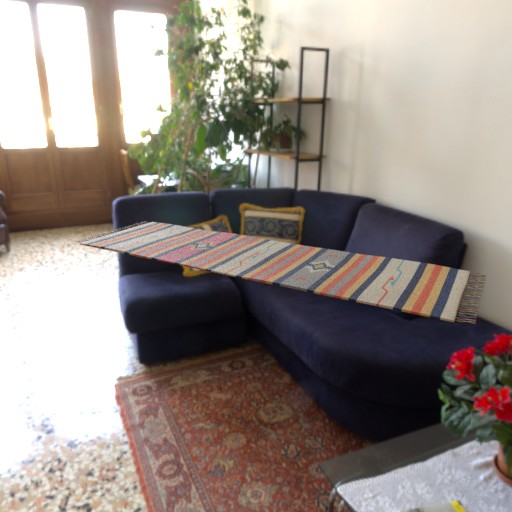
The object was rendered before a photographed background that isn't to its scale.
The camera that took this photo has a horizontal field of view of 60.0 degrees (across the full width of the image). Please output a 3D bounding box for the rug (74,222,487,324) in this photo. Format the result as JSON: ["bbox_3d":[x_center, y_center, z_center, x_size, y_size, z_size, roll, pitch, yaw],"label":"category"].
[{"bbox_3d":[0.000,0.000,2.668,2.455,0.017,0.695,10,20,28],"label":"rug"}]
